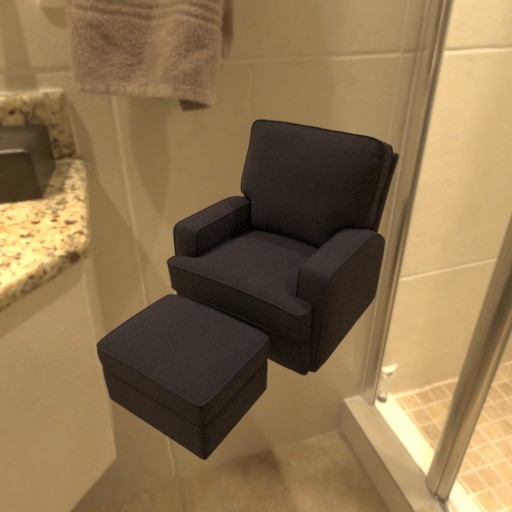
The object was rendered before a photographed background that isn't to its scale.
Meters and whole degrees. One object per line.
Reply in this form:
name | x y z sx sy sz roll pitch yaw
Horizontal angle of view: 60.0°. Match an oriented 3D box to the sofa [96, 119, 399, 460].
sofa | 0.000 0.000 2.045 0.861 0.959 1.472 19 35 29
